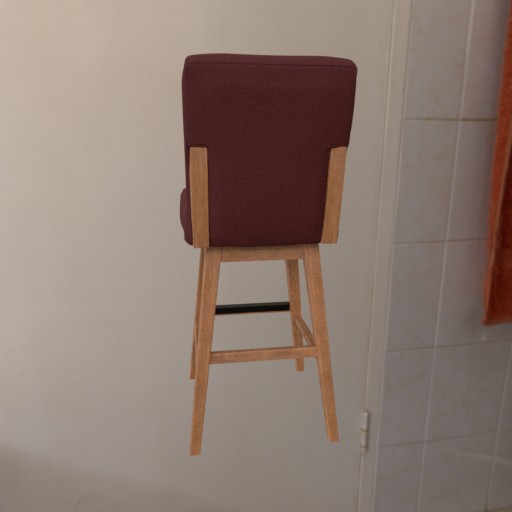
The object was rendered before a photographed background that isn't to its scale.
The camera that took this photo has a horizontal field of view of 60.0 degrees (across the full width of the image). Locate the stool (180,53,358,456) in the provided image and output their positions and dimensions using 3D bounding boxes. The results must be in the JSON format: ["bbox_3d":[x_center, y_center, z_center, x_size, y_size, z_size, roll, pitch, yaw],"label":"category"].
[{"bbox_3d":[0.000,0.000,1.401,0.468,1.093,0.562,-2,15,-8],"label":"stool"}]
